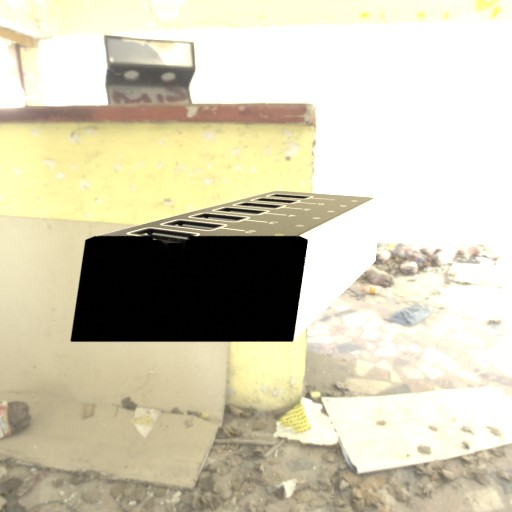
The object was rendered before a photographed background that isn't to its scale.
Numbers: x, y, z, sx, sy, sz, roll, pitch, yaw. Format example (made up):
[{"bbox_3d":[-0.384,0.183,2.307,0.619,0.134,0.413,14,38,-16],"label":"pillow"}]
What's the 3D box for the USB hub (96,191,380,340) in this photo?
[{"bbox_3d":[0.000,0.000,0.126,0.044,0.023,0.110,8,18,27],"label":"USB hub"}]
